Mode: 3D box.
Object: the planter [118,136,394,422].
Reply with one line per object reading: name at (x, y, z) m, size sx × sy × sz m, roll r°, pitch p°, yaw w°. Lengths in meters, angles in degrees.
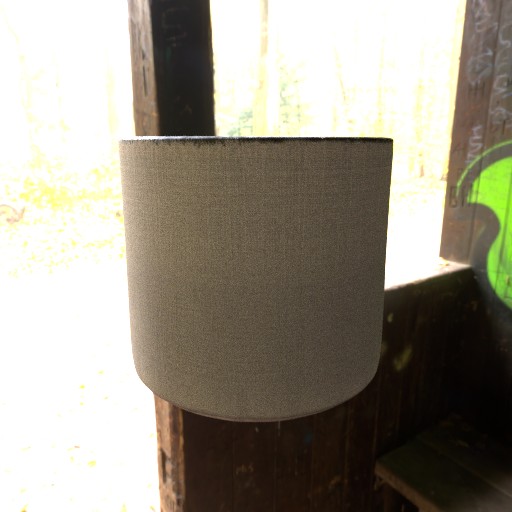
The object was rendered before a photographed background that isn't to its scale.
planter at (0.000, 0.000, 0.388) m, size 0.221 × 0.201 × 0.221 m, roll 0°, pitch 15°, yaw 0°
